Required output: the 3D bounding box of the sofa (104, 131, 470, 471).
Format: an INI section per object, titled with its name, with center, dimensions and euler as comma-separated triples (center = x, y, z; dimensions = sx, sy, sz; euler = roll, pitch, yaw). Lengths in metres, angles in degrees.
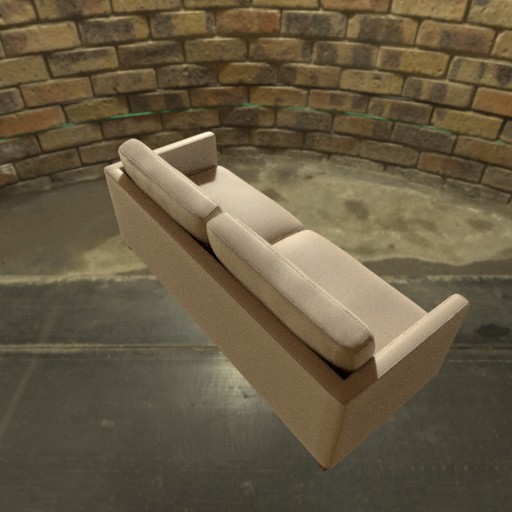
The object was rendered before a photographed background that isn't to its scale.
[sofa]
center = 0.000, 0.000, 2.857
dimensions = 0.951, 0.968, 2.361
euler = -28, 49, -27
